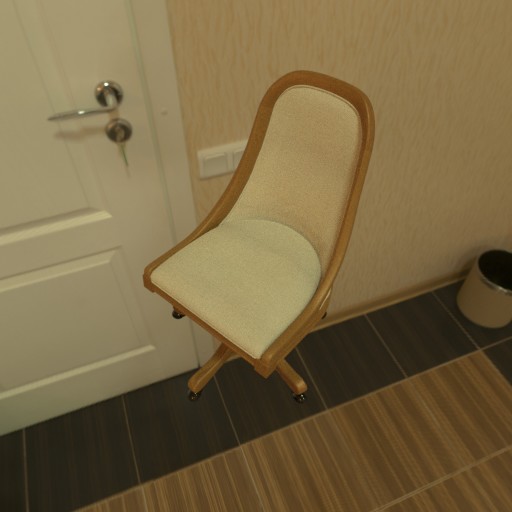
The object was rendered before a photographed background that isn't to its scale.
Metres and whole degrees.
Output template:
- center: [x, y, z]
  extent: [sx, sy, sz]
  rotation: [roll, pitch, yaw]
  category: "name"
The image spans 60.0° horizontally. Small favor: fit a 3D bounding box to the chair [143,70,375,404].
- center: [0.000, 0.000, 1.563]
  extent: [0.702, 1.009, 0.811]
  rotation: [31, 55, 25]
  category: "chair"
